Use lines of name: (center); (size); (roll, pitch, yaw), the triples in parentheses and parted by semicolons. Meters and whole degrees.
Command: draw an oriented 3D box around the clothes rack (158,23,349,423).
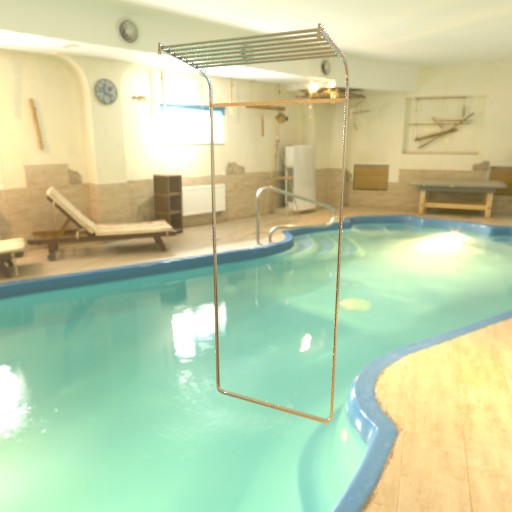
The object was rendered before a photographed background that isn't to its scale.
clothes rack: (0.000, 0.000, 1.790); (0.609, 1.574, 0.349); (7, 16, 26)
